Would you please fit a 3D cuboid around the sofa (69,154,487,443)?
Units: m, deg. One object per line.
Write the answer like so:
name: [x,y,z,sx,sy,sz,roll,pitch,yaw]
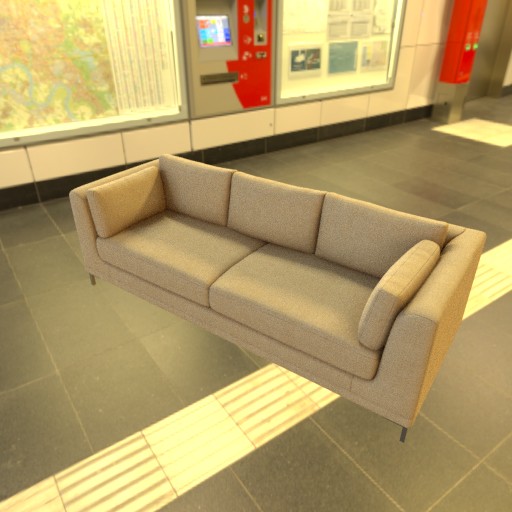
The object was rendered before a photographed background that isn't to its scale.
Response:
sofa: [0.000,0.000,2.836,2.415,0.867,0.969,19,35,30]
